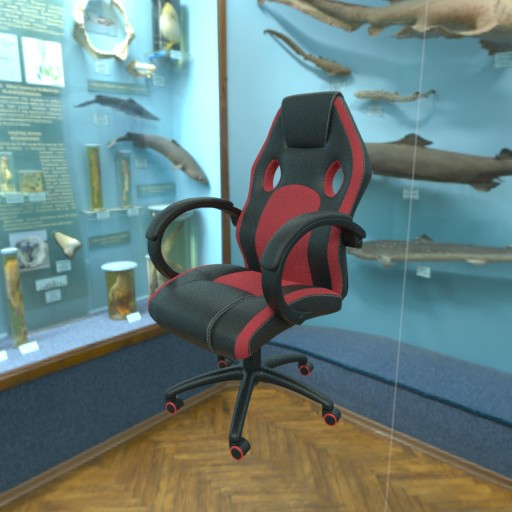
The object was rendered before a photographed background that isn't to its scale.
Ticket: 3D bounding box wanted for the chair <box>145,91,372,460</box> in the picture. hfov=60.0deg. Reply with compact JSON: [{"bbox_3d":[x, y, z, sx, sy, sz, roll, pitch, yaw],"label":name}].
[{"bbox_3d":[0.000,0.000,1.631,0.673,1.187,0.724,13,19,43],"label":"chair"}]
